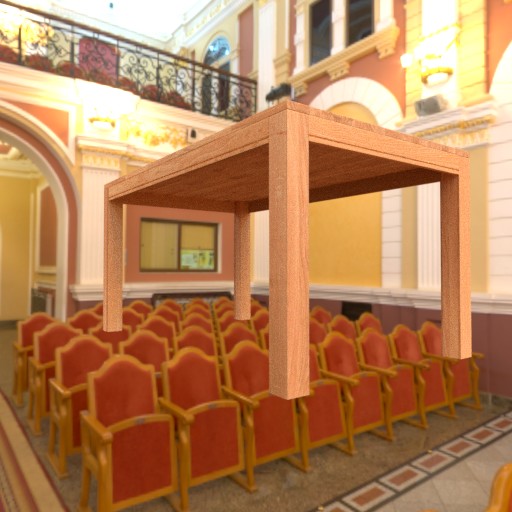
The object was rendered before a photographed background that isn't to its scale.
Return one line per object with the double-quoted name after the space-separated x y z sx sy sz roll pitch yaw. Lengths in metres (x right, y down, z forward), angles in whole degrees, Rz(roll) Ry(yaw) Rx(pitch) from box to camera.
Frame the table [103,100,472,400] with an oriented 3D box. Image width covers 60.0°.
0.000 0.000 2.004 0.900 0.770 1.500 1 -1 -36 "table"
